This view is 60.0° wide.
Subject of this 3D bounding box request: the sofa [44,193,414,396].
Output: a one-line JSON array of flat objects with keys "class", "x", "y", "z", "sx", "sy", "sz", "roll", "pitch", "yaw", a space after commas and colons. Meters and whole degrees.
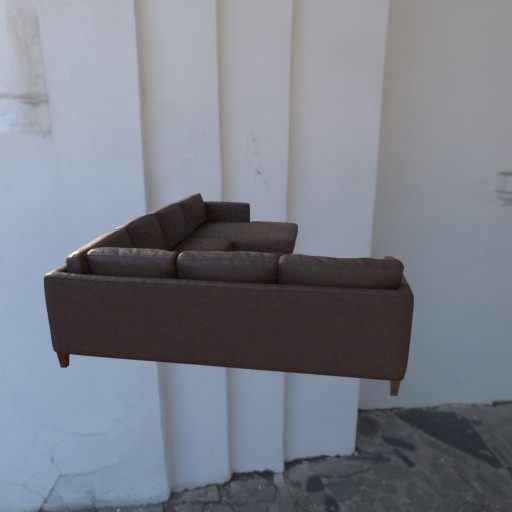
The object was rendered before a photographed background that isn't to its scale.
[{"class": "sofa", "x": 0.000, "y": 0.000, "z": 4.656, "sx": 2.593, "sy": 0.923, "sz": 3.460, "roll": 2, "pitch": 16, "yaw": 8}]
